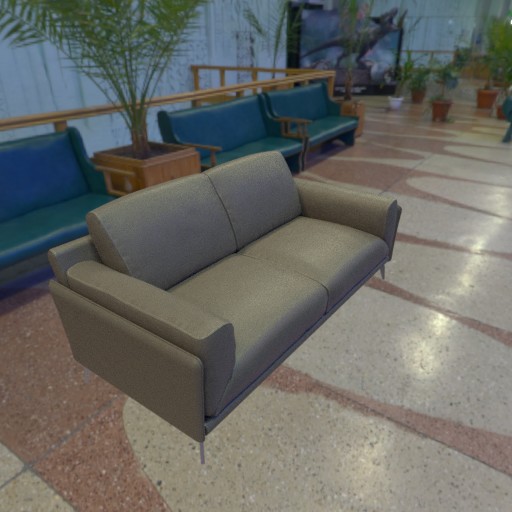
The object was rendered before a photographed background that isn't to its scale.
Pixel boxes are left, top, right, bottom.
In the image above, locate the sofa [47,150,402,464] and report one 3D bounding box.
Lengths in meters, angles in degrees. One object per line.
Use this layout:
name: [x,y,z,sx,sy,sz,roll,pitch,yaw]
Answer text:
sofa: [0.000,0.000,2.694,1.049,0.930,2.101,18,32,32]
